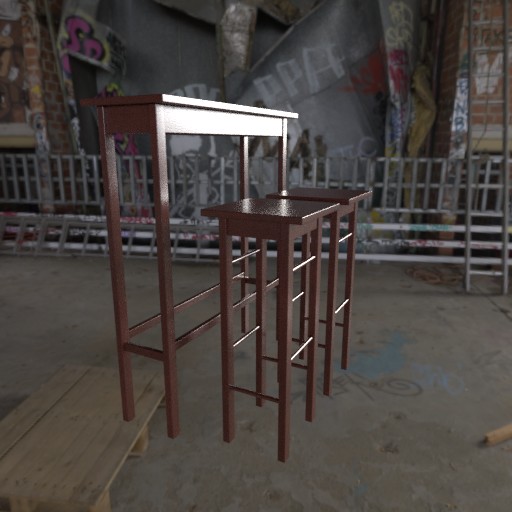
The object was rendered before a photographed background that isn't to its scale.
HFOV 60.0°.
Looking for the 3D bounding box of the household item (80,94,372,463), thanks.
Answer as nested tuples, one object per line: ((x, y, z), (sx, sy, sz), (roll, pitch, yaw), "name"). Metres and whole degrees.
((0.000, 0.000, 1.657), (0.676, 1.067, 0.914), (7, 16, 27), "household item")
